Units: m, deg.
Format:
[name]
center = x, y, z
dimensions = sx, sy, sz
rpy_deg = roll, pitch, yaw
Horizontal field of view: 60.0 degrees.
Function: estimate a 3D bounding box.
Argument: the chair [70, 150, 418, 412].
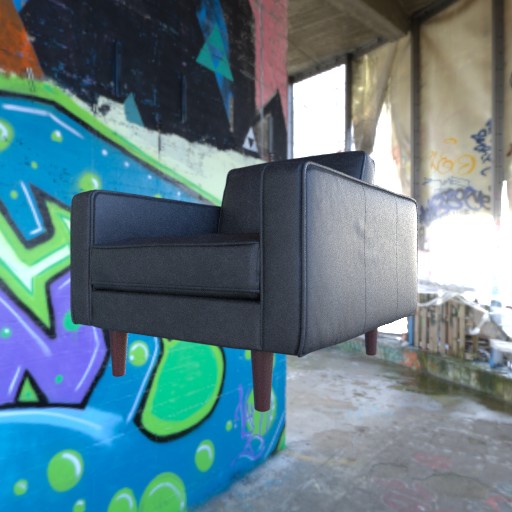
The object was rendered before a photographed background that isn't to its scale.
[chair]
center = 0.000, 0.000, 1.554
dimensions = 0.889, 0.763, 0.914
rpy_deg = 0, 0, 35
